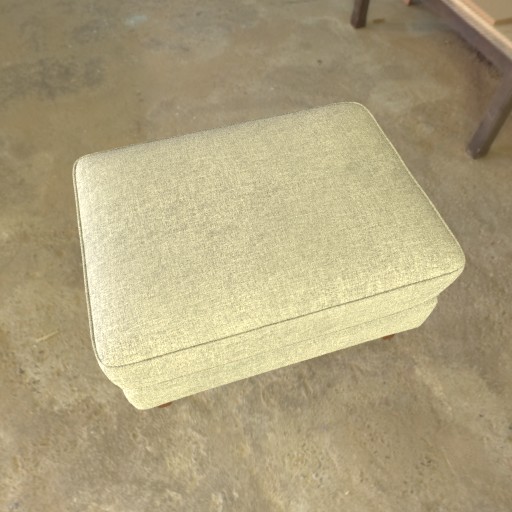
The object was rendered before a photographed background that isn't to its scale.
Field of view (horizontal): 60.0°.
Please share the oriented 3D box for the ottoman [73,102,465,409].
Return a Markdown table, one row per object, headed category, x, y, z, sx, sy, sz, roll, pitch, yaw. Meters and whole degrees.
| category | x | y | z | sx | sy | sz | roll | pitch | yaw |
| --- | --- | --- | --- | --- | --- | --- | --- | --- | --- |
| ottoman | 0.000 | 0.000 | 1.313 | 0.889 | 0.561 | 0.661 | -14 | 58 | -9 |
